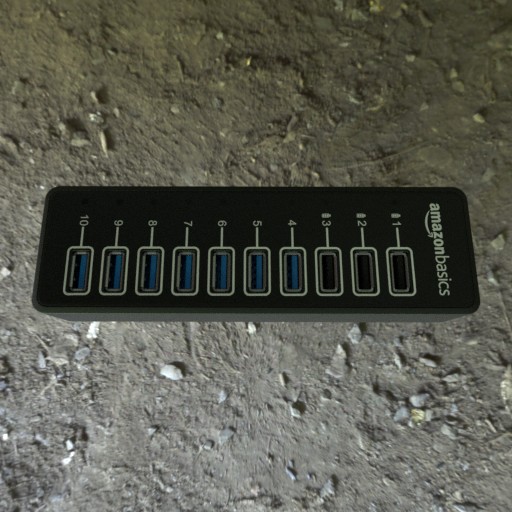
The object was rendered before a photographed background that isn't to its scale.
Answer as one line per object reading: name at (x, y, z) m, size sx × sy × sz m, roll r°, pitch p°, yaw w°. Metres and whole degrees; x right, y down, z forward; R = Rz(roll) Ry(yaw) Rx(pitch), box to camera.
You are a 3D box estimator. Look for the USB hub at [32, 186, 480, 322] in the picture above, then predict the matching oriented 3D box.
USB hub at (0.000, 0.000, 0.158) m, size 0.145 × 0.023 × 0.044 m, roll 0°, pitch 75°, yaw 0°
